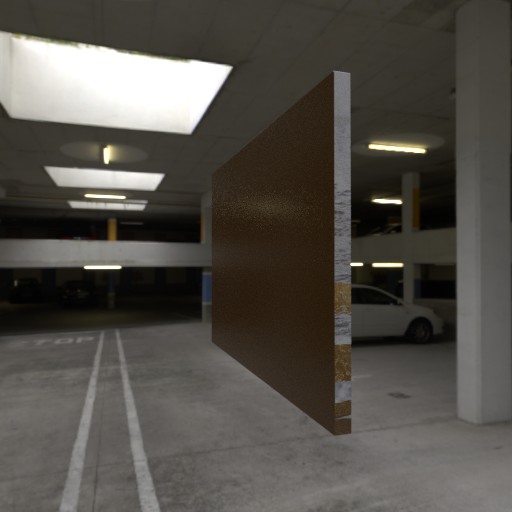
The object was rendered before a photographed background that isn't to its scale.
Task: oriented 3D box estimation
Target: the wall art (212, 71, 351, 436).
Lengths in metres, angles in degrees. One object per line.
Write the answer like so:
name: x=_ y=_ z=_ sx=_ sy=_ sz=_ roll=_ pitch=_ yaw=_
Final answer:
wall art: x=0.000 y=0.000 z=1.473 sx=0.041 sy=0.762 sz=1.145 roll=0 pitch=-1 yaw=-18
